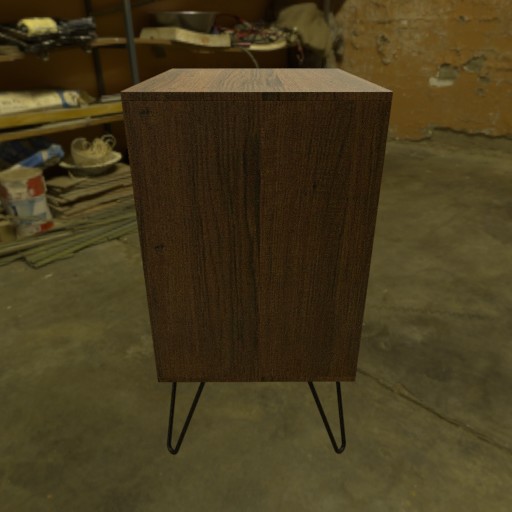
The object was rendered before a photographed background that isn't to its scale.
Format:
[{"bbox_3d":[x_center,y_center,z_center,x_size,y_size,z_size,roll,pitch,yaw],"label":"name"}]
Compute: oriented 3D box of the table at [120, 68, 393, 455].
[{"bbox_3d":[0.000,0.000,1.154,0.457,0.866,0.526,0,27,0],"label":"table"}]
